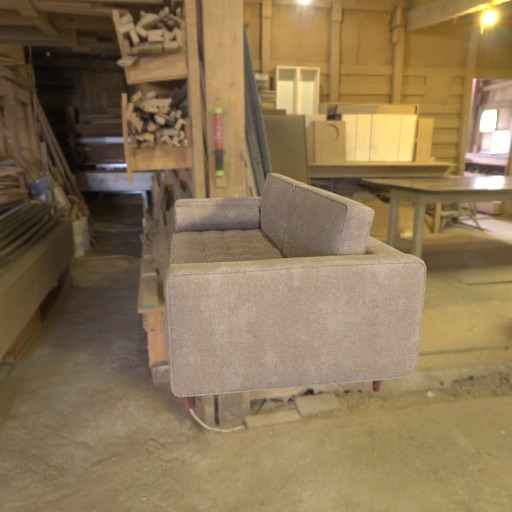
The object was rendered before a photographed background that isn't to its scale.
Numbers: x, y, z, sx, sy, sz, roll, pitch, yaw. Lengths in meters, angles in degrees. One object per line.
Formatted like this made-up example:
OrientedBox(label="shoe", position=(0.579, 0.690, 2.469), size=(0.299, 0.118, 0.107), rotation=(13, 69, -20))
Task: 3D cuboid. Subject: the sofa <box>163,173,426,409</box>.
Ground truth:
OrientedBox(label="sofa", position=(0.000, 0.000, 2.378), size=(0.920, 0.769, 1.883), rotation=(-2, 15, -9))
